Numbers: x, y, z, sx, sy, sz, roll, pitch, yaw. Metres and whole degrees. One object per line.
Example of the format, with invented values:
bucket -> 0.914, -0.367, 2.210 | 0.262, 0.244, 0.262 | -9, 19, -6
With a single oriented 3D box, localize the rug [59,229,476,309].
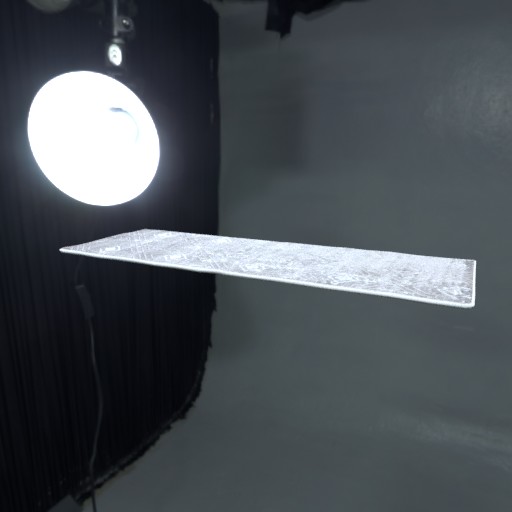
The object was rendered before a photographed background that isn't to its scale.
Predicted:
rug -> 0.000, 0.000, 2.668 | 2.381, 0.035, 0.832 | 6, 15, 25
